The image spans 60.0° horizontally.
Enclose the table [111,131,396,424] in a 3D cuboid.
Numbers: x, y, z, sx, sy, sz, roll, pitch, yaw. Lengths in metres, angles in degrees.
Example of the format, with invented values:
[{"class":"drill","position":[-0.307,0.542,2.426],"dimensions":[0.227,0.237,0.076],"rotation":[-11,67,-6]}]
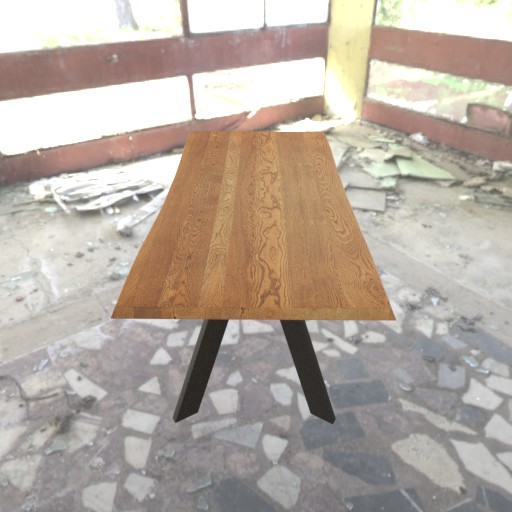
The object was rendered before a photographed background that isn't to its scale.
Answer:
[{"class":"table","position":[0.000,0.000,2.331],"dimensions":[0.900,0.770,1.800],"rotation":[0,33,0]}]
